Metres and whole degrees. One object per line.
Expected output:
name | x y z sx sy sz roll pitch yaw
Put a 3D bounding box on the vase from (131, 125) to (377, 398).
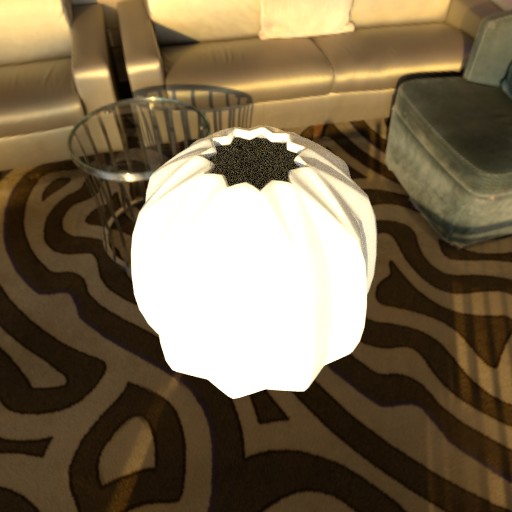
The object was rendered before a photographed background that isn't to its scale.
vase | 0.000 0.000 0.251 0.139 0.134 0.139 0 47 0
